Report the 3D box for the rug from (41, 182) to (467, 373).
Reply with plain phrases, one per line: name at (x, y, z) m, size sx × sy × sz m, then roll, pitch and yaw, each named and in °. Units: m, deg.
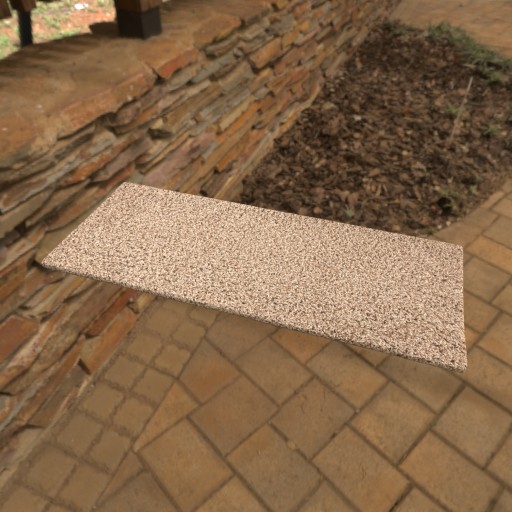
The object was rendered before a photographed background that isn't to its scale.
rug at (0.000, 0.000, 1.720) m, size 1.524 × 0.030 × 0.609 m, roll 12°, pitch 43°, yaw 14°
